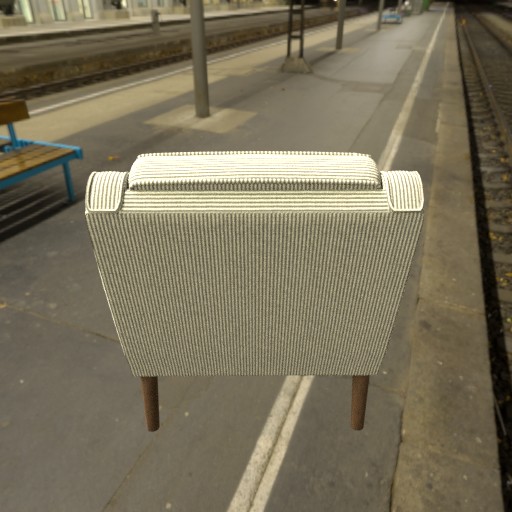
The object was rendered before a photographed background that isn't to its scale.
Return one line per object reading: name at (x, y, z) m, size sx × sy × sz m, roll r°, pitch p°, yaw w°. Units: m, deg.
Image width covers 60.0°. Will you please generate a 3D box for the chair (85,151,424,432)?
chair at (0.000, 0.000, 1.311) m, size 0.663 × 0.792 × 0.743 m, roll 0°, pitch 31°, yaw 0°
